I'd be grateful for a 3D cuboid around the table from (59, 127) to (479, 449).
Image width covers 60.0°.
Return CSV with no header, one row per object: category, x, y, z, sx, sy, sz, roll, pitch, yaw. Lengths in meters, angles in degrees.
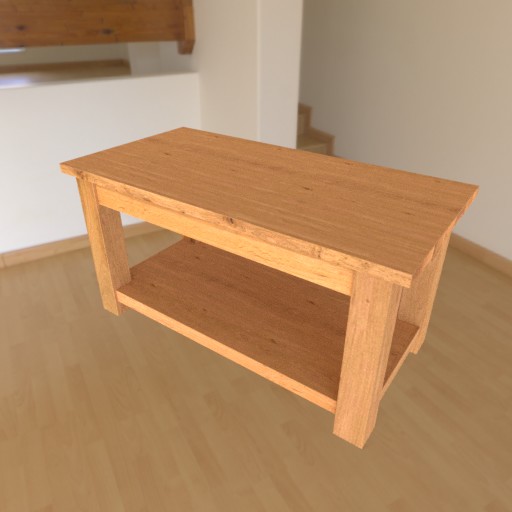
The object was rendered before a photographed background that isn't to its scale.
table,0.000,0.000,1.166,0.899,0.452,0.450,20,36,30
